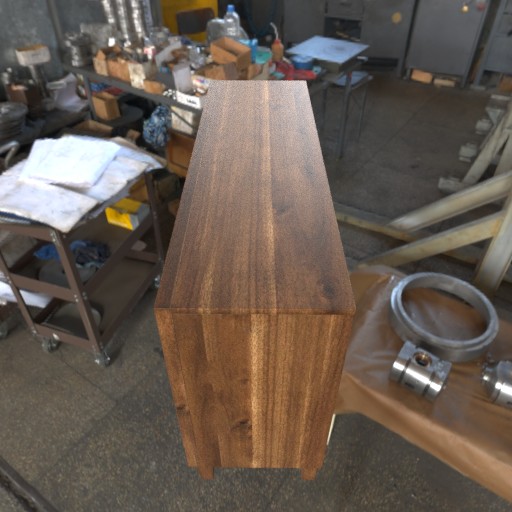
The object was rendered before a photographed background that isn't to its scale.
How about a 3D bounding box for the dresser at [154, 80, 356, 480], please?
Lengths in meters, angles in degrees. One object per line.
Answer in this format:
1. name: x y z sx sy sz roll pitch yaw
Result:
1. dresser: 0.000 0.000 1.758 0.438 0.892 1.387 0 41 0
